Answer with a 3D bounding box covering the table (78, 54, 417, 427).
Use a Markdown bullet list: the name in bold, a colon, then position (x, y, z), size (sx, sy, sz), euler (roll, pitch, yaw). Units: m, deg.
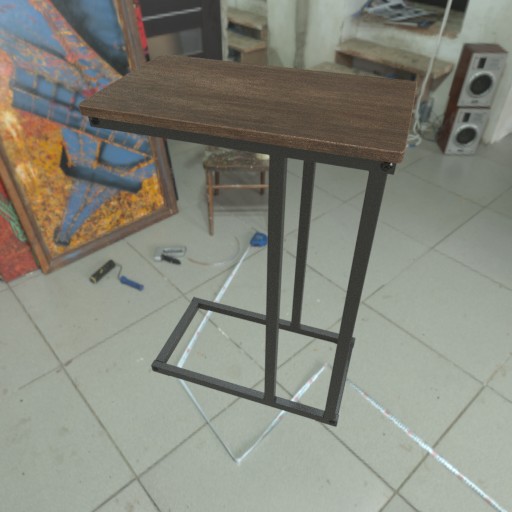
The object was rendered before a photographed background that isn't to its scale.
- **table**: position (0.000, 0.000, 0.865), size (0.450, 0.637, 0.254), euler (12, 42, 14)
